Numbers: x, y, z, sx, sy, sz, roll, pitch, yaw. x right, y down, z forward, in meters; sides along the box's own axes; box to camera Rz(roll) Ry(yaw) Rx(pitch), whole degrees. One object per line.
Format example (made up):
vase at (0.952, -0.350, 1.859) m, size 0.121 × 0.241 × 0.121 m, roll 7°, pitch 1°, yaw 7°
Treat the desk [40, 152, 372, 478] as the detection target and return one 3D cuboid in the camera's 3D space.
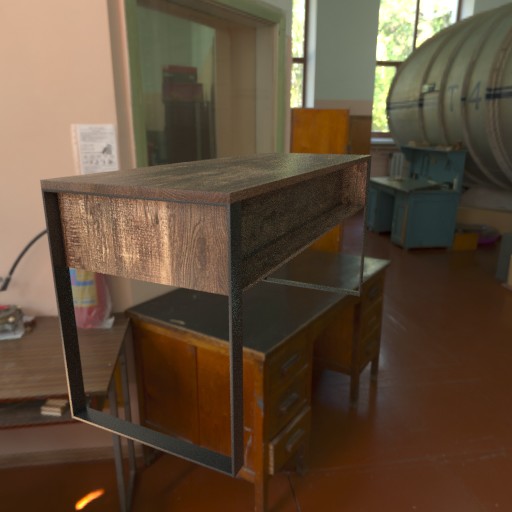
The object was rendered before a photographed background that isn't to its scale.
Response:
desk at (0.000, 0.000, 1.864) m, size 0.599 × 0.762 × 1.524 m, roll 8°, pitch 18°, yaw 24°
